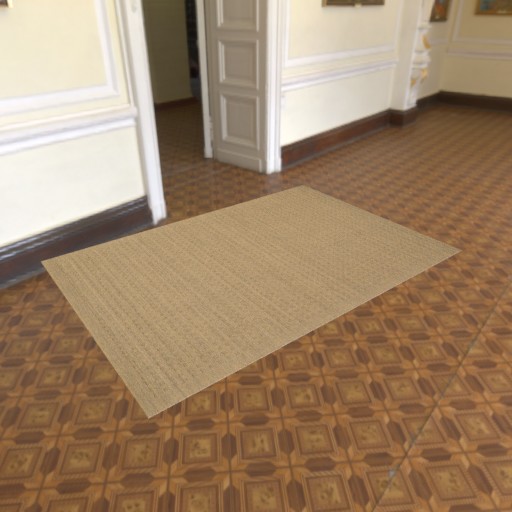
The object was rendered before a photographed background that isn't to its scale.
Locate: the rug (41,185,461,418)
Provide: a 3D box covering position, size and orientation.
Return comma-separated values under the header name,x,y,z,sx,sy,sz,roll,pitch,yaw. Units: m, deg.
name,x,y,z,sx,sy,sz,roll,pitch,yaw
rug,0.000,0.000,3.692,2.895,0.006,1.981,-21,35,-32
